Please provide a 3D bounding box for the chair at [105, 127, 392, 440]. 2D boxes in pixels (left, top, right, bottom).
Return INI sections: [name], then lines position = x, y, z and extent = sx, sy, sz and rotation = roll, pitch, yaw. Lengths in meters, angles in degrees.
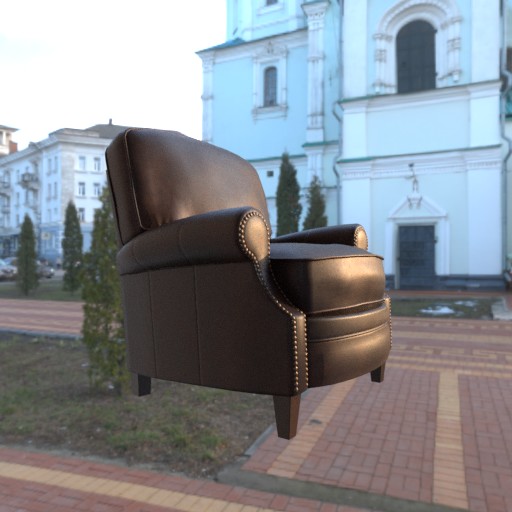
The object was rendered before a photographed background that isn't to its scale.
[chair]
position = 0.000, 0.000, 1.735
extent = 0.986, 1.018, 0.936
rotation = 0, 0, 36
